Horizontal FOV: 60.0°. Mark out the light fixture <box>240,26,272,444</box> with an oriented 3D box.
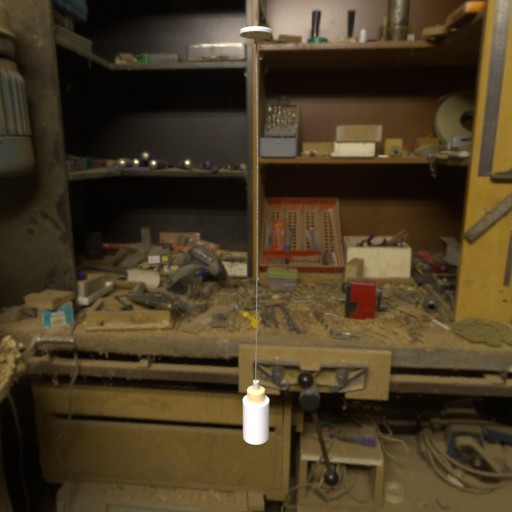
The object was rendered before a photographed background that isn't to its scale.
[{"bbox_3d":[0.000,0.000,1.932,0.125,1.798,0.125,2,14,6],"label":"light fixture"}]
